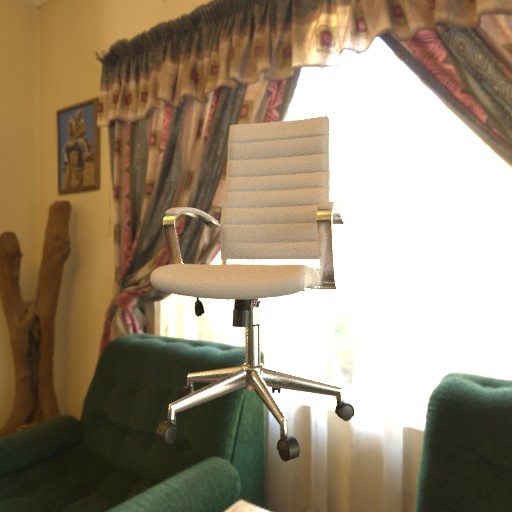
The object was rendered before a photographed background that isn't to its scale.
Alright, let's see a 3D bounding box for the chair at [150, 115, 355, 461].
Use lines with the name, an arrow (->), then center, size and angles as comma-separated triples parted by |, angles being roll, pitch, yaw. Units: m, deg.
chair -> 0.000, 0.000, 1.591 | 0.679, 1.149, 0.667 | 0, 0, 18
